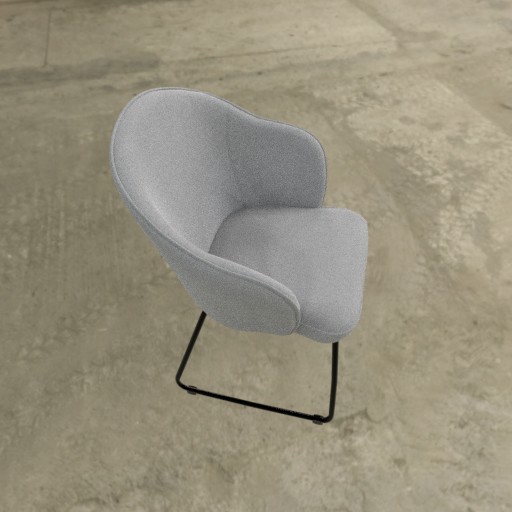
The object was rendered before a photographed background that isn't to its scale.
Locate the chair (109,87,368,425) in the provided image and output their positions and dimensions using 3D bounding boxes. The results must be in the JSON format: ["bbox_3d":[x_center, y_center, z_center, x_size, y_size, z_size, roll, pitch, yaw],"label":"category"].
[{"bbox_3d":[0.000,0.000,1.214,0.592,0.817,0.570,9,48,8],"label":"chair"}]
